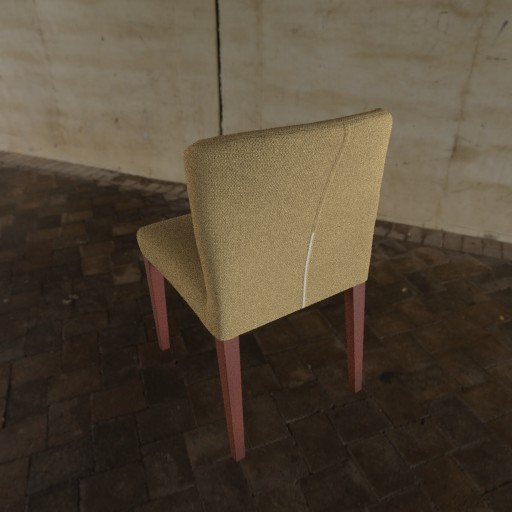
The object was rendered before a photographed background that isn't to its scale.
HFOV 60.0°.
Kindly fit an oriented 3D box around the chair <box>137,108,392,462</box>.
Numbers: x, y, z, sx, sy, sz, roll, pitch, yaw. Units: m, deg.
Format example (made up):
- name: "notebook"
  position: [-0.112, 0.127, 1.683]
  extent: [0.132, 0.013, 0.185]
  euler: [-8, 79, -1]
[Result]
- name: "chair"
  position: [0.000, 0.000, 1.198]
  extent: [0.491, 0.839, 0.589]
  euler: [-19, 35, -28]
